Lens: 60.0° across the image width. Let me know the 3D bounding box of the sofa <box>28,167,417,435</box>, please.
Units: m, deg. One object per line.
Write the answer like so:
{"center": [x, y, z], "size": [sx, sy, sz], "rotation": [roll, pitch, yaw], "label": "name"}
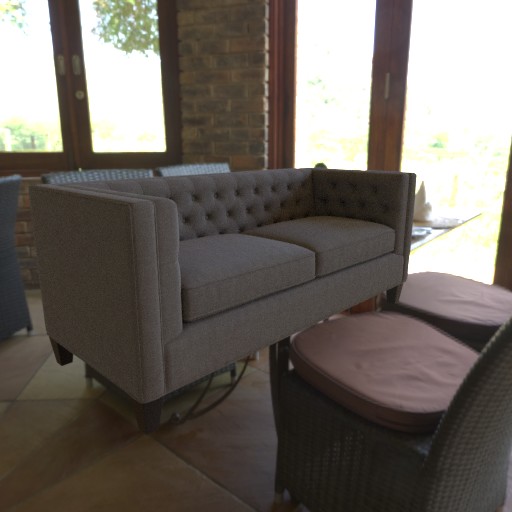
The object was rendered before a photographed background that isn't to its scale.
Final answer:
{"center": [0.000, 0.000, 2.175], "size": [0.775, 0.762, 1.778], "rotation": [14, 20, 42], "label": "sofa"}
